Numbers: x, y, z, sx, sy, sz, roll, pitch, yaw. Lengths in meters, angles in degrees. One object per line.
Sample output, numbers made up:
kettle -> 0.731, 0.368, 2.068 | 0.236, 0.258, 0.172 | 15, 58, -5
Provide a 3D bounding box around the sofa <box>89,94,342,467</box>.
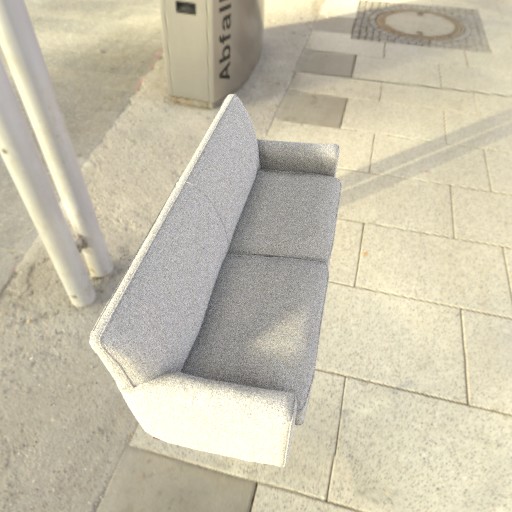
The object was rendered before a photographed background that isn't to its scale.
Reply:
sofa -> 0.000, 0.000, 2.547 | 0.854, 0.942, 2.026 | 9, 47, 9
